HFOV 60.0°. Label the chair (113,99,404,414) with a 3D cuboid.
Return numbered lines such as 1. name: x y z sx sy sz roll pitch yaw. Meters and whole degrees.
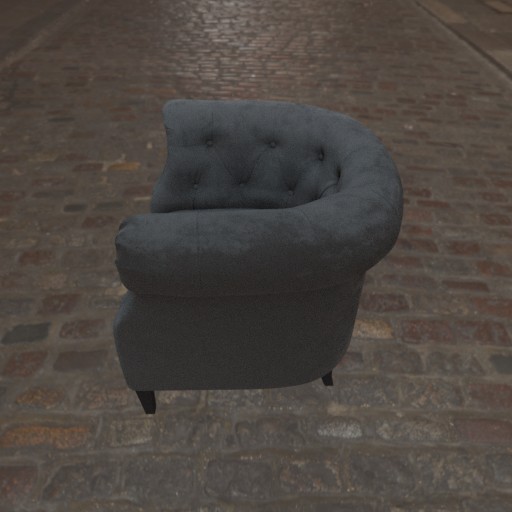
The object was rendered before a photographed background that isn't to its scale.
1. chair: 0.000 0.000 1.550 0.851 0.826 0.904 -1 41 -1
